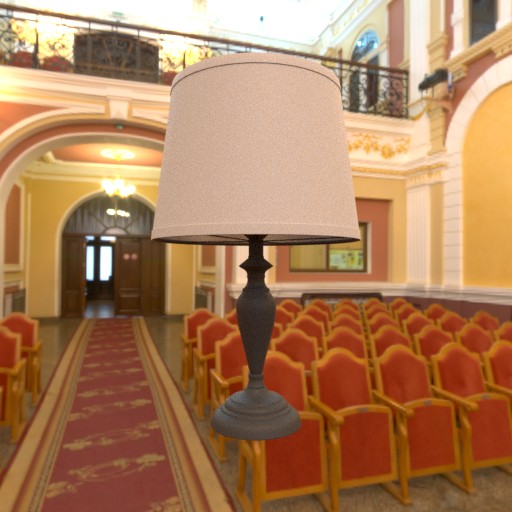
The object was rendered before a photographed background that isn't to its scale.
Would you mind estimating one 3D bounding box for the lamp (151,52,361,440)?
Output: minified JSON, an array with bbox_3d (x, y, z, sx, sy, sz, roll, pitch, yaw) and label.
[{"bbox_3d":[0.000,0.000,0.671,0.310,0.501,0.310,0,-1,0],"label":"lamp"}]
